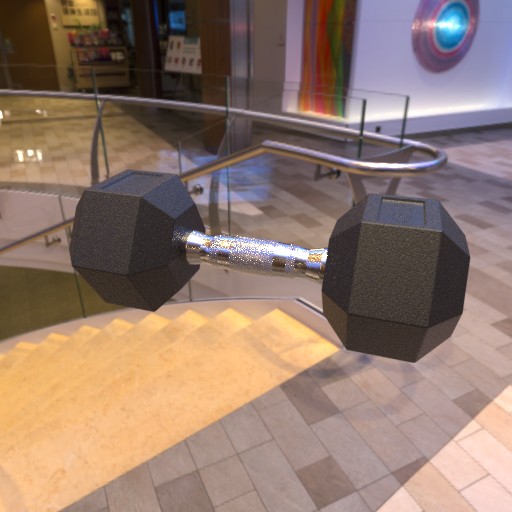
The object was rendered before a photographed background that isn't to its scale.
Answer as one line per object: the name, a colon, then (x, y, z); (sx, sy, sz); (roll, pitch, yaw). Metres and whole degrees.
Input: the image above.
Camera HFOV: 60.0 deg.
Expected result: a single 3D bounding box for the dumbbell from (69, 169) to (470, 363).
dumbbell: (0.000, 0.000, 0.420); (0.356, 0.123, 0.141); (8, 28, 16)
